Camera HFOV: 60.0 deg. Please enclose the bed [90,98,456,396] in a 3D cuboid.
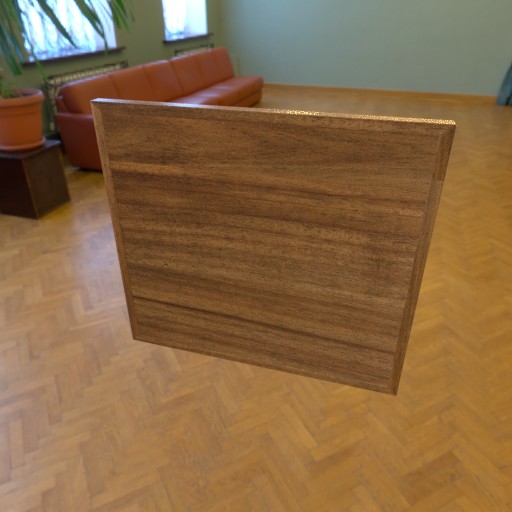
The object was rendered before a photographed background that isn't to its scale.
[{"bbox_3d":[0.000,0.000,1.469,1.041,0.940,0.043,9,31,14],"label":"bed"}]
